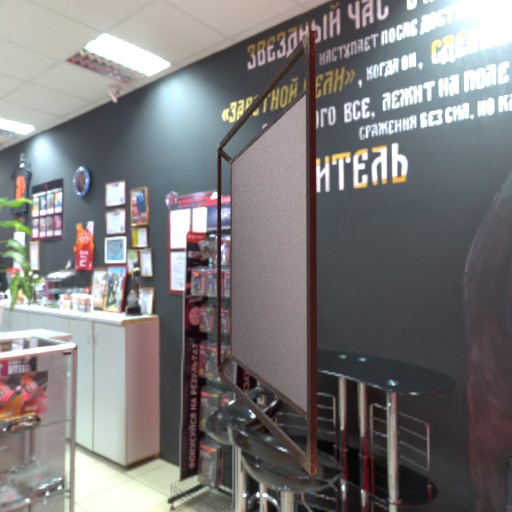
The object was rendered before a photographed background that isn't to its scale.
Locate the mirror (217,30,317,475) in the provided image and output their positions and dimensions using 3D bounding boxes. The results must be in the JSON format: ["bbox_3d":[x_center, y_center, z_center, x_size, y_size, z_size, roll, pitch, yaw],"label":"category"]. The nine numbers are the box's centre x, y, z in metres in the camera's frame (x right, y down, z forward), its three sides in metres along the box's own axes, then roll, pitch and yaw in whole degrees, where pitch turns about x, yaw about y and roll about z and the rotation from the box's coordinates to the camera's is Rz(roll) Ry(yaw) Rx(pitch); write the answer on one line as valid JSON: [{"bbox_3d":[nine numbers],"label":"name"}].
[{"bbox_3d":[0.000,0.000,0.902,0.032,0.610,0.610,1,-2,-17],"label":"mirror"}]
